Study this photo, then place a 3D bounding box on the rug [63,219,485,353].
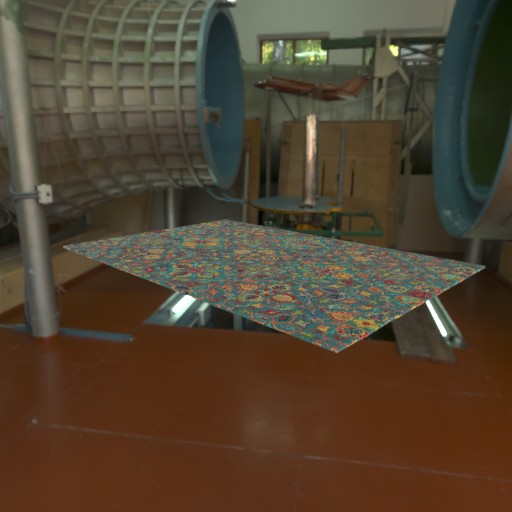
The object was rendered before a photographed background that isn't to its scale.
[{"bbox_3d":[0.000,0.000,2.852,2.290,0.016,1.527,14,20,43],"label":"rug"}]
